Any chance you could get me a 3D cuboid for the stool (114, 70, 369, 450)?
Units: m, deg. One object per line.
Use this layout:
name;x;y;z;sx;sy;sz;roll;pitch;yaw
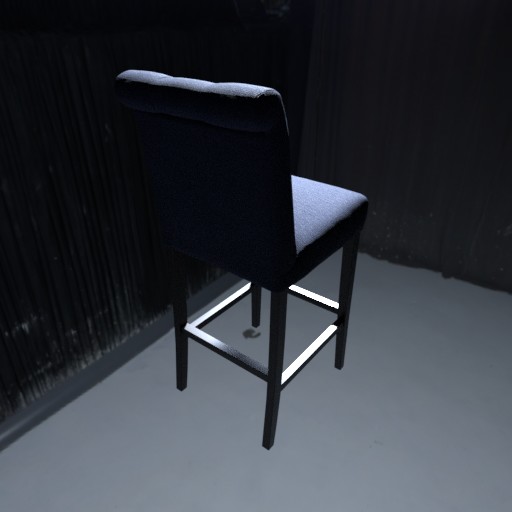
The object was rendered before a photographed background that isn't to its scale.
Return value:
stool;0.000;0.000;1.440;0.493;1.140;0.601;21;36;32
